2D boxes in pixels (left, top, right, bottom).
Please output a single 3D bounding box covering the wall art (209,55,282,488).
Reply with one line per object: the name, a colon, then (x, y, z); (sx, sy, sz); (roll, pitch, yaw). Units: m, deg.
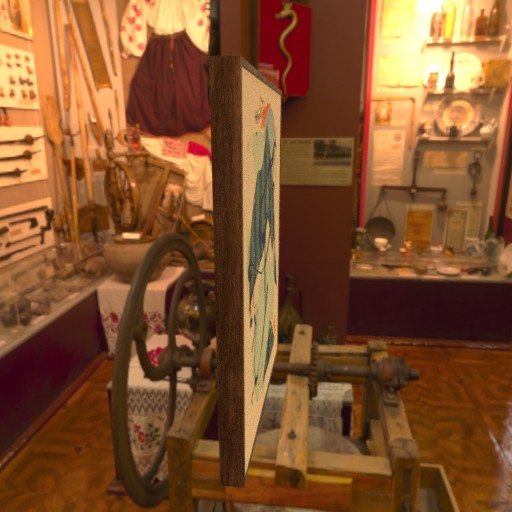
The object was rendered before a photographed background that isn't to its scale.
wall art: (0.000, 0.000, 1.359); (0.063, 1.016, 0.762); (2, 16, 9)
